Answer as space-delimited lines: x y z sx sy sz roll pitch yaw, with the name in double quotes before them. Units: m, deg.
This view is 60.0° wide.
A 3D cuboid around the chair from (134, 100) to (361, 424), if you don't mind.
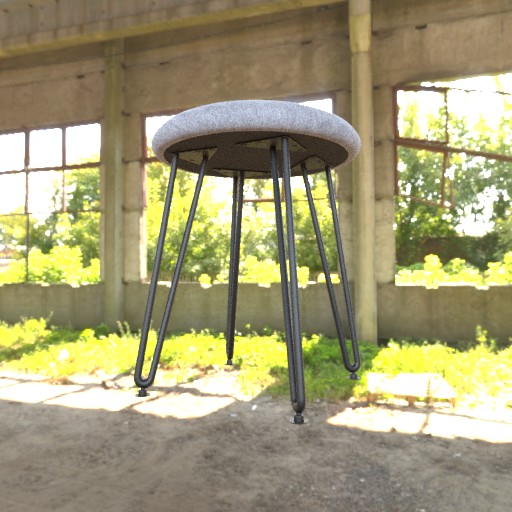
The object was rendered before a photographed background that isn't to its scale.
"chair" 0.000 0.000 0.664 0.350 0.386 0.350 1 -2 -17
